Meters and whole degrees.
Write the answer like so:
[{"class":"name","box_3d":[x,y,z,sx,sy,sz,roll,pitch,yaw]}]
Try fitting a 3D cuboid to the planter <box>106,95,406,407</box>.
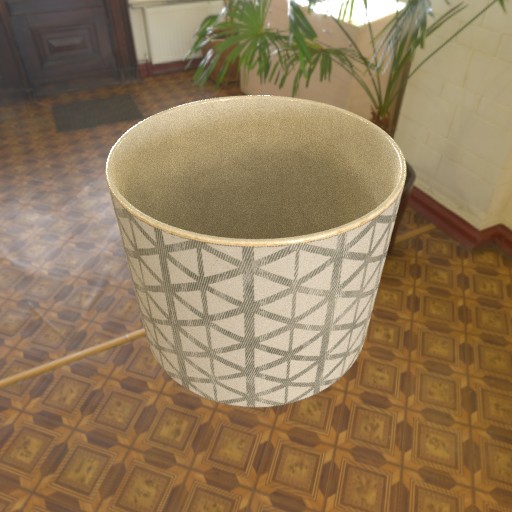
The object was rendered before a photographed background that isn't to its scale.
[{"class":"planter","box_3d":[0.000,0.000,0.457,0.250,0.239,0.250,0,41,0]}]
